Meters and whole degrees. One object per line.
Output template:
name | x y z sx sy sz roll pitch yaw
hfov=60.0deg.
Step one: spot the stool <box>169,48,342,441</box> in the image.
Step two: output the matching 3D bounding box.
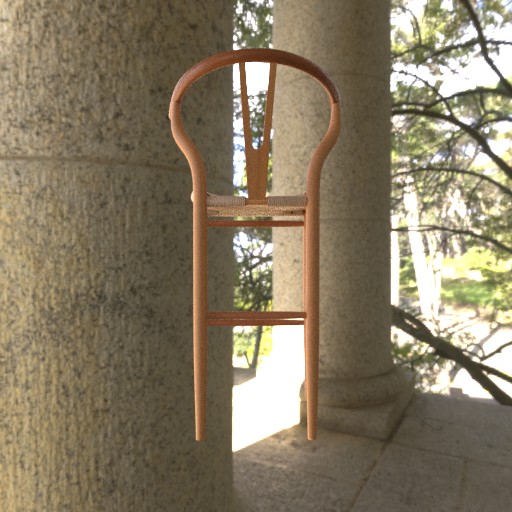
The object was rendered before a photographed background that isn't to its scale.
stool | 0.000 0.000 1.405 0.574 1.068 0.561 0 1 -1
